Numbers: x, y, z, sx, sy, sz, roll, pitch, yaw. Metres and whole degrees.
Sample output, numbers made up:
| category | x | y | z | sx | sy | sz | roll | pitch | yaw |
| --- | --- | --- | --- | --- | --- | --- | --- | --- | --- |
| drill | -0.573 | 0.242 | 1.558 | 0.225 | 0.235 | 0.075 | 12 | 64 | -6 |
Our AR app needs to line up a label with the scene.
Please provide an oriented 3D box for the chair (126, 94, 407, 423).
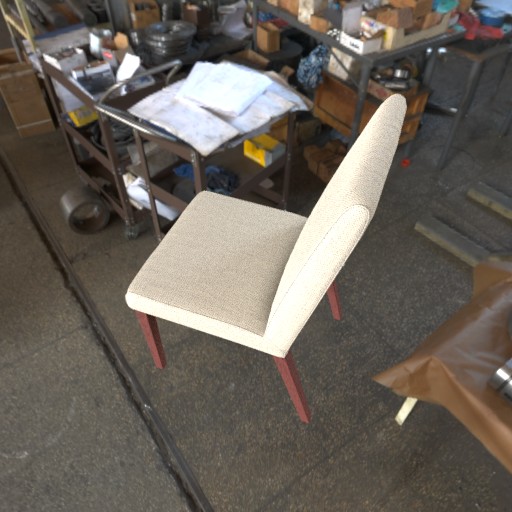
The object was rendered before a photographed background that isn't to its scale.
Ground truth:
| category | x | y | z | sx | sy | sz | roll | pitch | yaw |
| --- | --- | --- | --- | --- | --- | --- | --- | --- | --- |
| chair | 0.000 | 0.000 | 1.258 | 0.594 | 0.900 | 0.480 | 16 | 49 | 14 |
